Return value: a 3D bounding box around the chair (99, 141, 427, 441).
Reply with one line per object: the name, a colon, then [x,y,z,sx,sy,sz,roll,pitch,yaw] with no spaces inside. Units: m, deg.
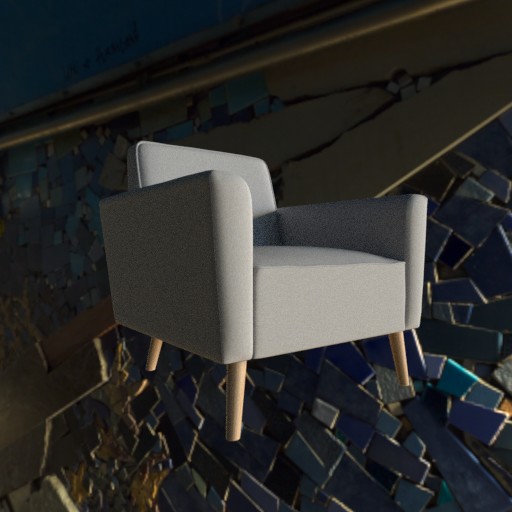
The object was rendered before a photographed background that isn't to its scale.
chair: [0.000,0.000,1.420,0.780,0.780,0.750,-1,2,-37]
